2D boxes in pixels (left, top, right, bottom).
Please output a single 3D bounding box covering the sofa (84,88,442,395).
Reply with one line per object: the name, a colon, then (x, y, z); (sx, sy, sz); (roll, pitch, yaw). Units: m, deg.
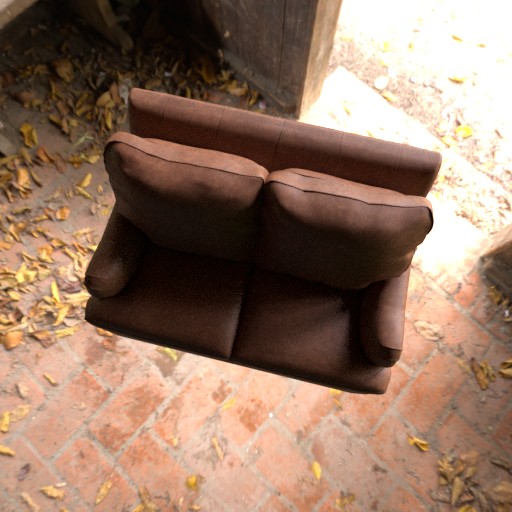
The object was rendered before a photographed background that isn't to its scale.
sofa: (0.000, 0.000, 2.229); (1.527, 1.004, 1.077); (13, 76, 3)
